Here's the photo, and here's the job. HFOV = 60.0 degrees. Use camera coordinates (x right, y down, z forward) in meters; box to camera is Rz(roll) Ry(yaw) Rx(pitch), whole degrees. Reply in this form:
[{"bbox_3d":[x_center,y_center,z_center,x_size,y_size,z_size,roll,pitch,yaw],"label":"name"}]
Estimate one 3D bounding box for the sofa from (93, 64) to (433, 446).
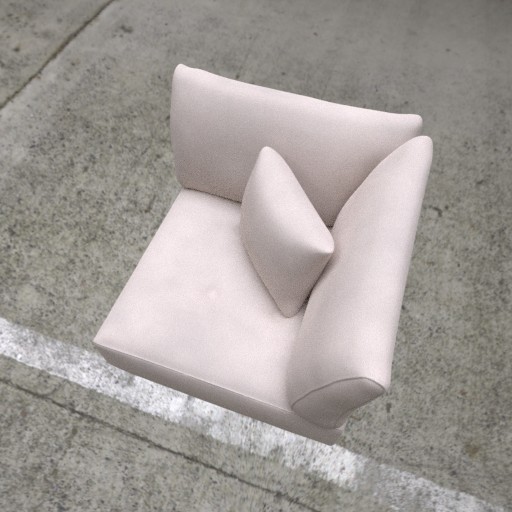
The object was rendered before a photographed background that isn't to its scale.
[{"bbox_3d":[0.000,0.000,1.682,1.000,0.820,1.000,17,59,10],"label":"sofa"}]
